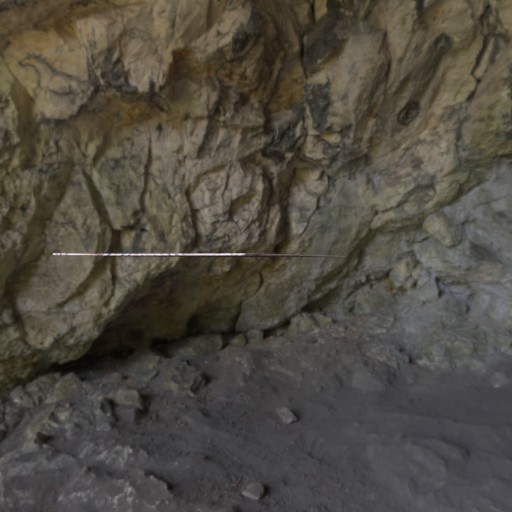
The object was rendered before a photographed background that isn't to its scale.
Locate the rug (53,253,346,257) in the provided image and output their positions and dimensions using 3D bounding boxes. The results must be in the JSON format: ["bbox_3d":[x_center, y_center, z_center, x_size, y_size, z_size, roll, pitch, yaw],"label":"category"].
[{"bbox_3d":[0.000,0.000,2.668,0.771,0.009,2.443,0,0,19],"label":"rug"}]
